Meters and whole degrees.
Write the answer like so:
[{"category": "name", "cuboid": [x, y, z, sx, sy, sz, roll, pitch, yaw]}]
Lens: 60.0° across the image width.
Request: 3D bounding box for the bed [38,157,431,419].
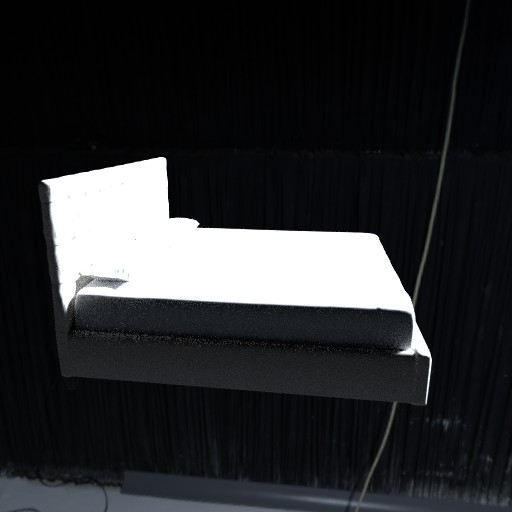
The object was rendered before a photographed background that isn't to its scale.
[{"category": "bed", "cuboid": [0.000, 0.000, 3.639, 2.387, 1.427, 2.078, 2, 17, 8]}]
